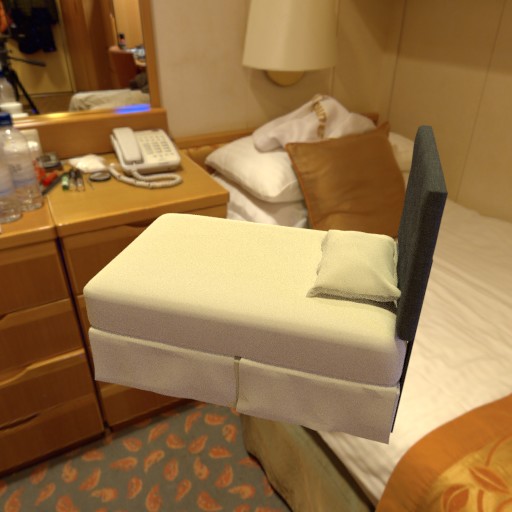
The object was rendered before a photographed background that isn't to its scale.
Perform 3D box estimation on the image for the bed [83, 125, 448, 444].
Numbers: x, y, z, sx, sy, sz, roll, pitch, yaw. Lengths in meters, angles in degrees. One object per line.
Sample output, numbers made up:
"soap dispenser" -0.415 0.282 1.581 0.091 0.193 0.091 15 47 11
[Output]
"bed" 0.000 0.000 2.917 1.997 1.571 1.261 8 31 13
